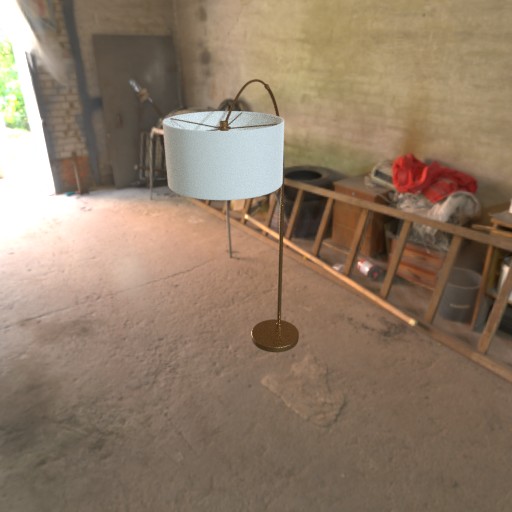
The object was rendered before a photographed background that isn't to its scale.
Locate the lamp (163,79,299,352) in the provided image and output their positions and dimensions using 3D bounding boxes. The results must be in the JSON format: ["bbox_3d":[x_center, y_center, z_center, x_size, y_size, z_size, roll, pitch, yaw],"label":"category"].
[{"bbox_3d":[0.000,0.000,2.589,0.493,1.927,1.434,7,27,15],"label":"lamp"}]
